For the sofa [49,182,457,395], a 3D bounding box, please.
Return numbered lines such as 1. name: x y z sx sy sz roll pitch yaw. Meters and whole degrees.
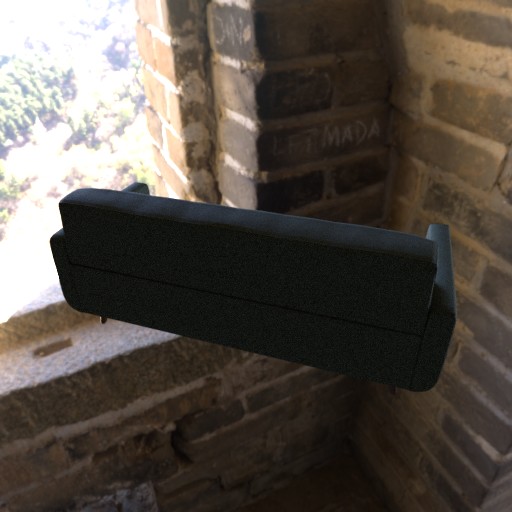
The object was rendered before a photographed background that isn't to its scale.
1. sofa: 0.000 0.000 2.509 2.029 0.841 0.909 10 33 16
